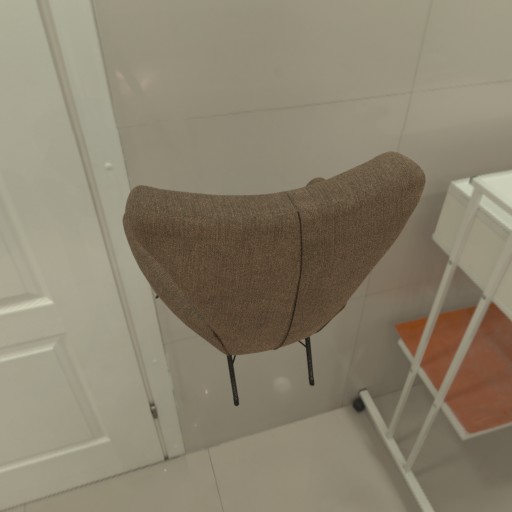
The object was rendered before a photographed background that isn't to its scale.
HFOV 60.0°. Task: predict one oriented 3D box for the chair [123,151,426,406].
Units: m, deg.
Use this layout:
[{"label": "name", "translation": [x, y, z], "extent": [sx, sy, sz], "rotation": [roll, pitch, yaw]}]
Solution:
[{"label": "chair", "translation": [0.000, 0.000, 1.787], "extent": [0.980, 1.040, 0.900], "rotation": [-12, 41, -14]}]
